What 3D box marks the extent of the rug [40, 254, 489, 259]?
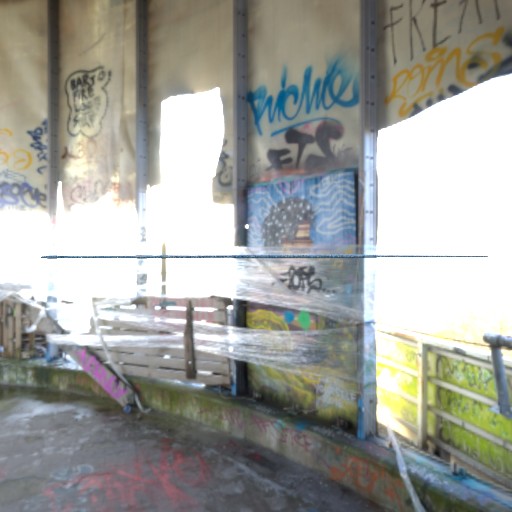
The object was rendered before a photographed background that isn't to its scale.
[{"bbox_3d":[0.000,0.000,2.991,2.438,0.015,1.524,0,0,-18],"label":"rug"}]
